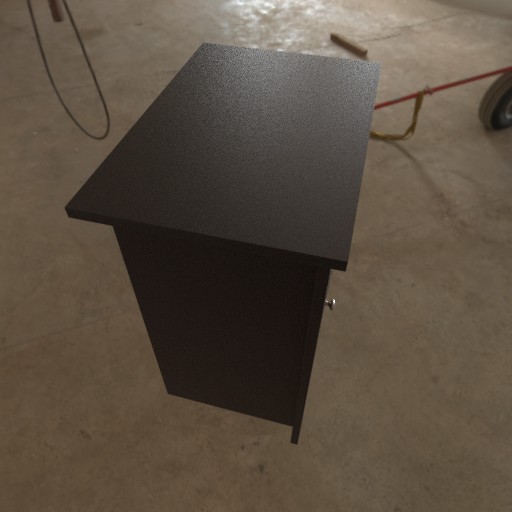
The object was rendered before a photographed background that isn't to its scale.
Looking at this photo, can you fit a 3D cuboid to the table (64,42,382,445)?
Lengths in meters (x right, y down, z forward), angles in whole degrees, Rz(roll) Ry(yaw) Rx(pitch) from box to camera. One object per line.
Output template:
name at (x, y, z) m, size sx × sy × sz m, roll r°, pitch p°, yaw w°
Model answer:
table at (0.000, 0.000, 1.050) m, size 0.408 × 0.711 × 0.589 m, roll 11°, pitch 49°, yaw 10°
